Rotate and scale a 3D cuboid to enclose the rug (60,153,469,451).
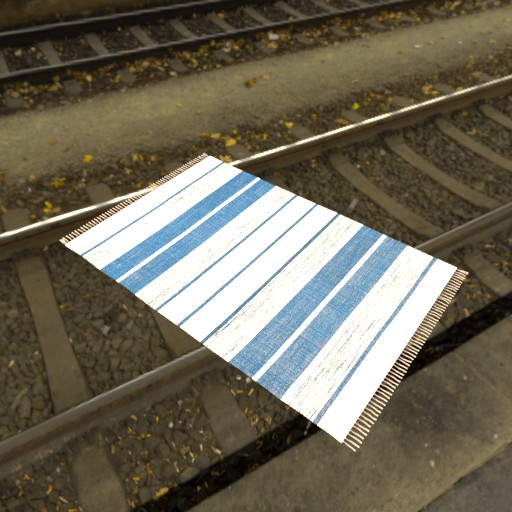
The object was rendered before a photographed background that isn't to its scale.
[{"bbox_3d":[0.000,0.000,3.099,2.441,0.010,1.532,29,51,27],"label":"rug"}]
